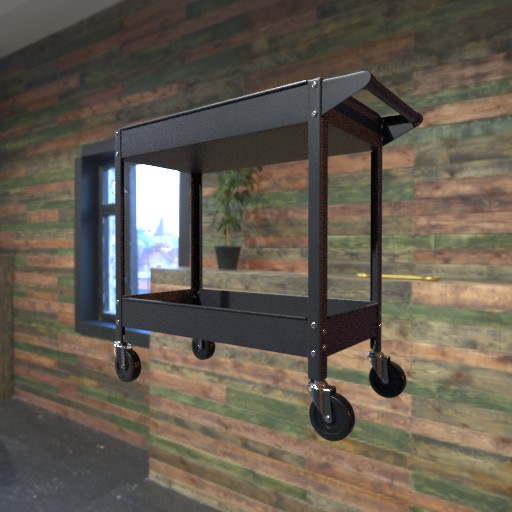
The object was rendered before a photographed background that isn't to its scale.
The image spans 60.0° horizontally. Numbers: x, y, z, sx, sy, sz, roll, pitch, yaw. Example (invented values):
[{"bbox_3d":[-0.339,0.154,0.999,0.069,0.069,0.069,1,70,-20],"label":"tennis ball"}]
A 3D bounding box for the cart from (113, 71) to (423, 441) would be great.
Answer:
[{"bbox_3d":[0.000,0.000,1.190,0.779,0.719,0.366,1,1,36],"label":"cart"}]
